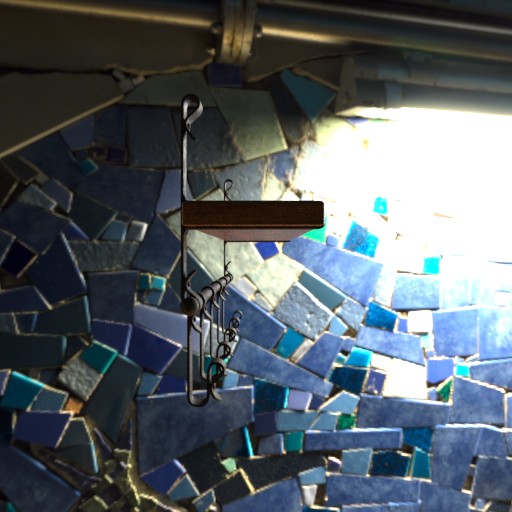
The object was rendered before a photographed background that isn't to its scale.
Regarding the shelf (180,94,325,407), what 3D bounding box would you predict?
[{"bbox_3d":[0.000,0.000,0.713,0.146,0.330,0.567,0,0,1],"label":"shelf"}]
